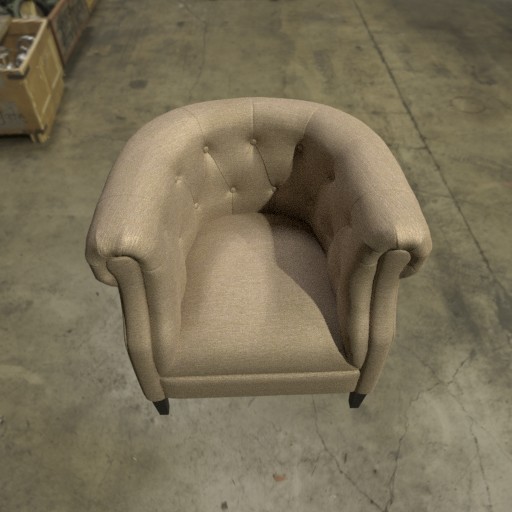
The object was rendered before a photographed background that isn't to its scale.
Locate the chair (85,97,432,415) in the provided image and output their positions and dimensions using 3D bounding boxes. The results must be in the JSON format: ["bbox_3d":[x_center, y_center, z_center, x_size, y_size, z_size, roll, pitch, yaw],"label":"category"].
[{"bbox_3d":[0.000,0.000,1.568,0.905,0.827,0.852,-2,47,-1],"label":"chair"}]
